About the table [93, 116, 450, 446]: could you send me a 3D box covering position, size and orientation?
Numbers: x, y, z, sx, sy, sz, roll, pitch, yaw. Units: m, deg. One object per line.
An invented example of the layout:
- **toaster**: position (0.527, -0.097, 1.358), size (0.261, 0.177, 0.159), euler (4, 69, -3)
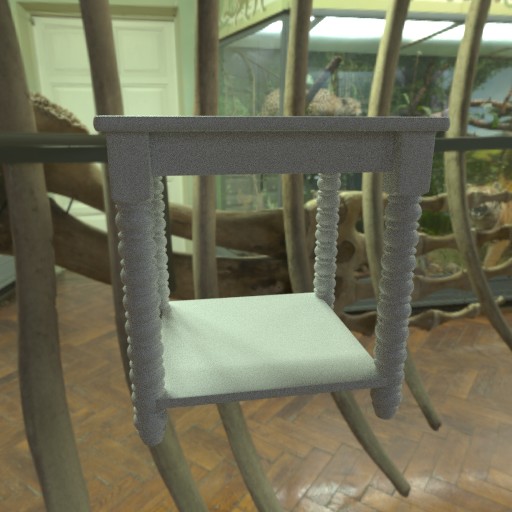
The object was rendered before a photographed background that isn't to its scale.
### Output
- **table**: position (0.000, 0.000, 0.954), size (0.533, 0.563, 0.500), euler (-3, 16, -9)
